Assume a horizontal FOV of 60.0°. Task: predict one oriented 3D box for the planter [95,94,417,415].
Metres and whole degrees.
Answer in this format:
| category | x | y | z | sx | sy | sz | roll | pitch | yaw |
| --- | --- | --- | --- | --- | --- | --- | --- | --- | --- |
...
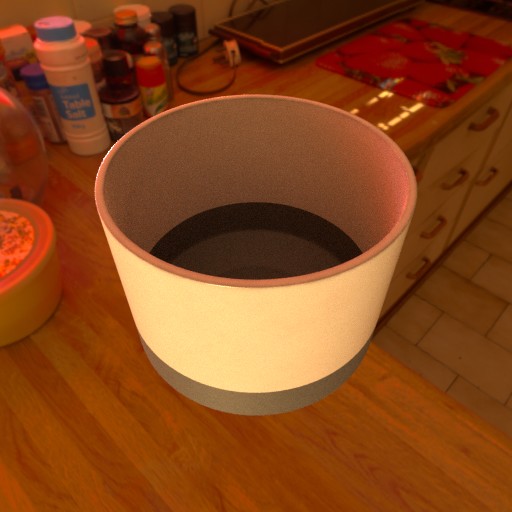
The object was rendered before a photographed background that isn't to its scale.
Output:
| category | x | y | z | sx | sy | sz | roll | pitch | yaw |
| --- | --- | --- | --- | --- | --- | --- | --- | --- | --- |
| planter | 0.000 | 0.000 | 0.219 | 0.128 | 0.105 | 0.128 | 0 | 46 | 0 |
